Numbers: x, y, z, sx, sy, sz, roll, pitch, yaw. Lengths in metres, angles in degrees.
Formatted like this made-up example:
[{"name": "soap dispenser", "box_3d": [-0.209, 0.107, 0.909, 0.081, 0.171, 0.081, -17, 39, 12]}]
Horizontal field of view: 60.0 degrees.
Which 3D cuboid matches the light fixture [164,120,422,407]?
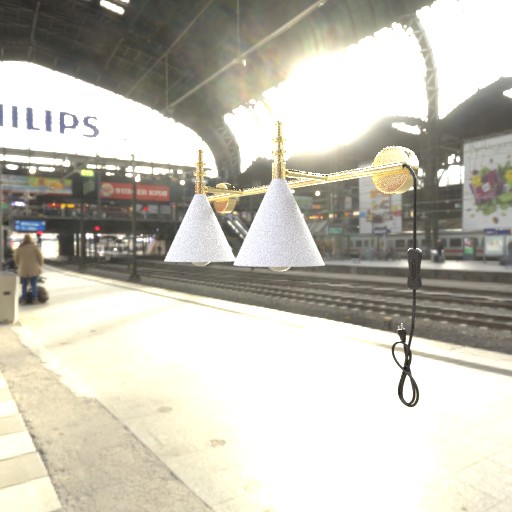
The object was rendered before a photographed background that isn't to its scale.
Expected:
[{"name": "light fixture", "box_3d": [0.000, 0.000, 0.890, 0.239, 0.468, 0.642, -1, 1, -37]}]
